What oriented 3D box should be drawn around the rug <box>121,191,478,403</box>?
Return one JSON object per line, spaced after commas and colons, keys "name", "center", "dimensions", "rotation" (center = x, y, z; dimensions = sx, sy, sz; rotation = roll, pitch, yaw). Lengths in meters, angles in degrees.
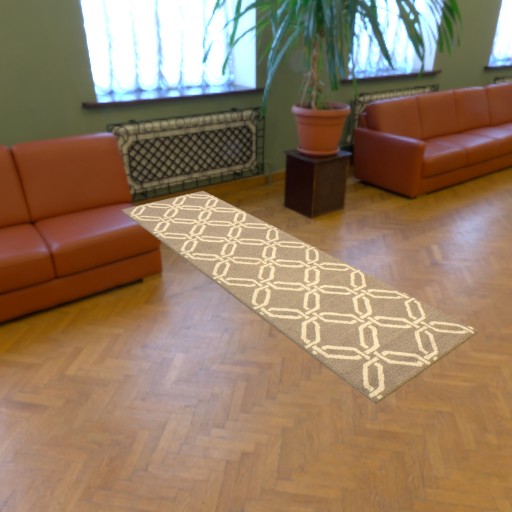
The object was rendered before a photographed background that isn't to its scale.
{"name": "rug", "center": [0.000, 0.000, 2.524], "dimensions": [0.678, 0.014, 2.276], "rotation": [-19, 33, -32]}
